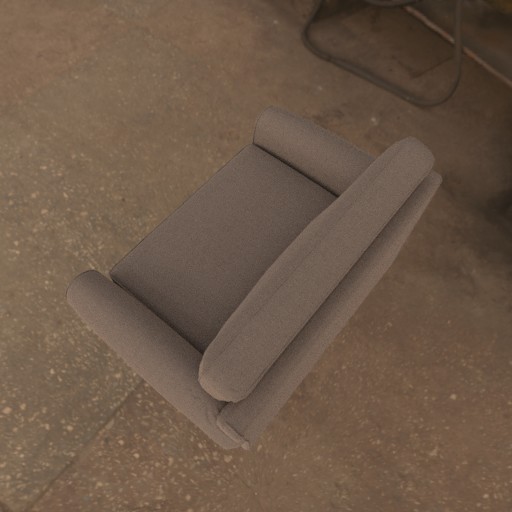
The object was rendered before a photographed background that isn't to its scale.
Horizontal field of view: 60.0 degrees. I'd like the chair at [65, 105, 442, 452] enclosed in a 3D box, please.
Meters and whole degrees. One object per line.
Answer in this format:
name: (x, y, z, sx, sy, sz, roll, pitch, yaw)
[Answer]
chair: (0.000, 0.000, 1.970, 0.930, 0.930, 1.390, 36, 68, 18)
